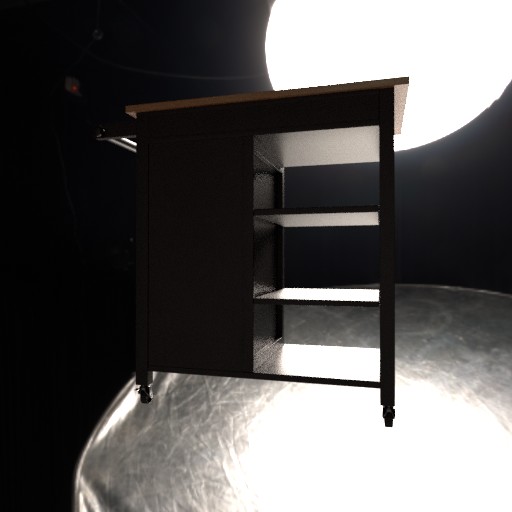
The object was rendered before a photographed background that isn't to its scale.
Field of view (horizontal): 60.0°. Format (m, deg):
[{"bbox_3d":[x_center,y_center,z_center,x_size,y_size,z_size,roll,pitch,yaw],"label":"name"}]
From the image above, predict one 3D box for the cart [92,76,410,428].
[{"bbox_3d":[0.000,0.000,1.430,0.914,0.878,0.472,0,-1,16],"label":"cart"}]
